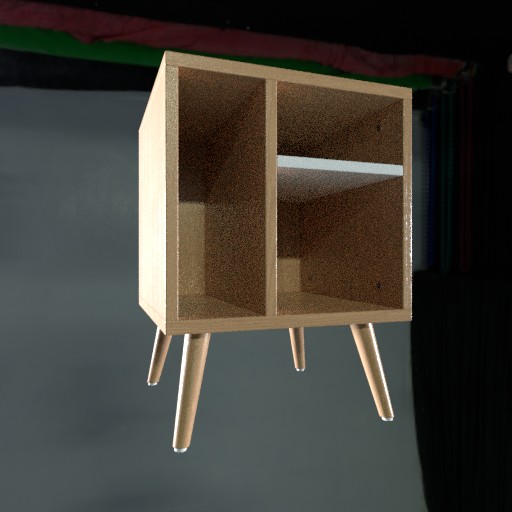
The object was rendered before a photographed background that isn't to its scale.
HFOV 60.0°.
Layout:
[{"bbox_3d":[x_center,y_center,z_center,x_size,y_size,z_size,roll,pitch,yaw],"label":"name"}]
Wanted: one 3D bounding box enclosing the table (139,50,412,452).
[{"bbox_3d":[0.000,0.000,0.847,0.400,0.550,0.400,0,0,-20],"label":"table"}]
